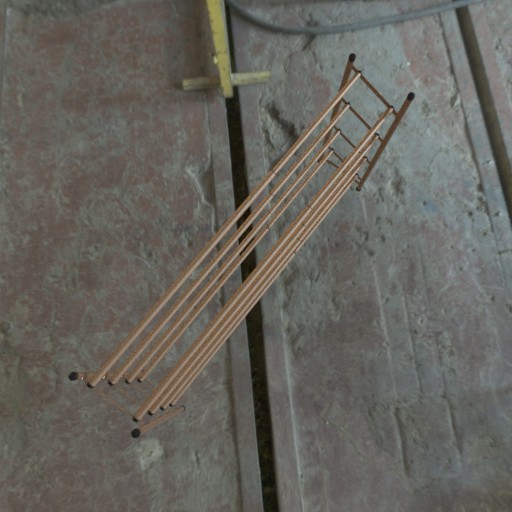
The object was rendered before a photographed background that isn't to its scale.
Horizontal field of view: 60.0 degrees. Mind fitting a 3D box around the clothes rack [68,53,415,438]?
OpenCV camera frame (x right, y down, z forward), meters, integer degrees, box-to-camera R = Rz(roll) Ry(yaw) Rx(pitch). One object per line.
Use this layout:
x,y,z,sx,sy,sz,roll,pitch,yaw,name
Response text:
0.000,0.000,1.478,0.229,0.672,1.168,38,79,9,clothes rack
